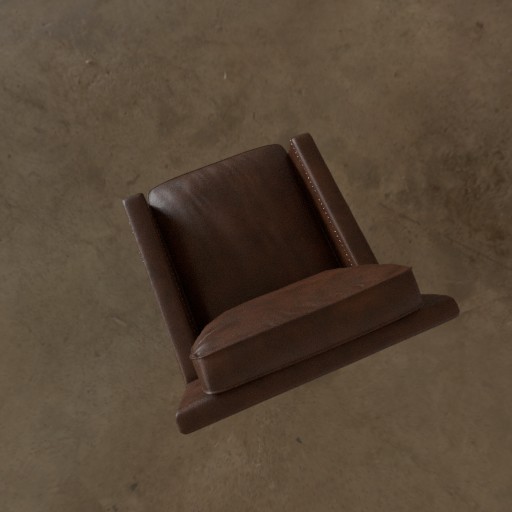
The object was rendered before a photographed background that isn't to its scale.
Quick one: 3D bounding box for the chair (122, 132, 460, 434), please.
[{"bbox_3d":[0.000,0.000,1.779,0.854,1.054,1.035,-21,74,-7],"label":"chair"}]
